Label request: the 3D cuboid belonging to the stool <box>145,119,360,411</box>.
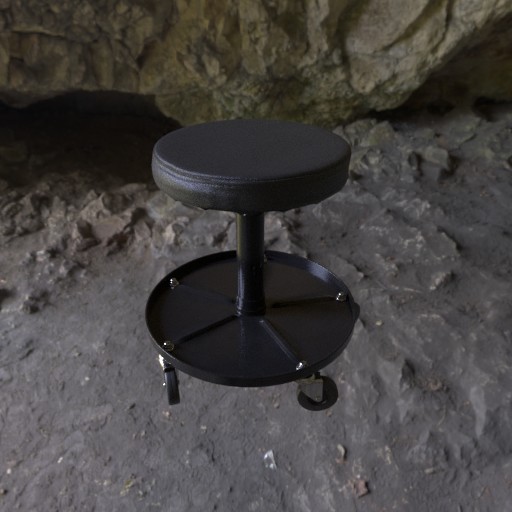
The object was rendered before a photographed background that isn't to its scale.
[{"bbox_3d":[0.000,0.000,0.700,0.382,0.365,0.381,-18,35,-28],"label":"stool"}]
